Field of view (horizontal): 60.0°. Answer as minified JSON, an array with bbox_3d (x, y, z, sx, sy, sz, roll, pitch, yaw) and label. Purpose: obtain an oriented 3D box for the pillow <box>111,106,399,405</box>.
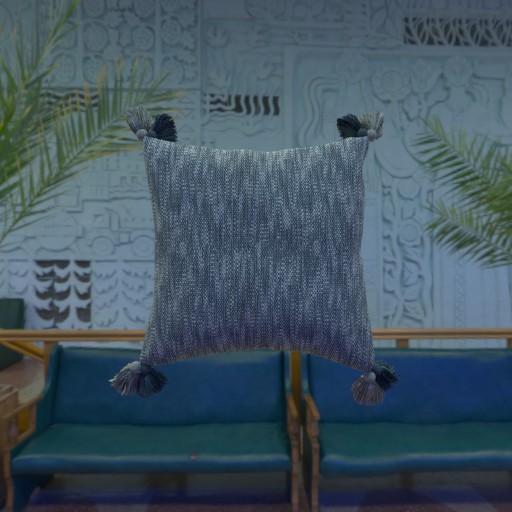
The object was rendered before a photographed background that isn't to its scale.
[{"bbox_3d":[0.000,0.000,0.917,0.614,0.634,0.138,0,0,0],"label":"pillow"}]
